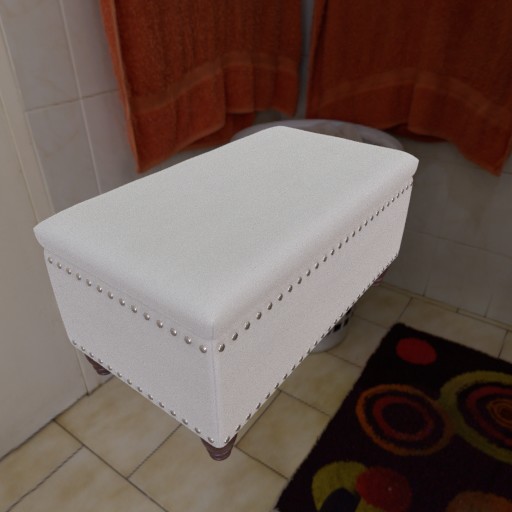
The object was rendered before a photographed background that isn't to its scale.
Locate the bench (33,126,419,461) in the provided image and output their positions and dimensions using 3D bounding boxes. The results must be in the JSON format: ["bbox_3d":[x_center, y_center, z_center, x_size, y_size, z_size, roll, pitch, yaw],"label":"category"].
[{"bbox_3d":[0.000,0.000,1.191,0.500,0.449,0.887,22,38,31],"label":"bench"}]
